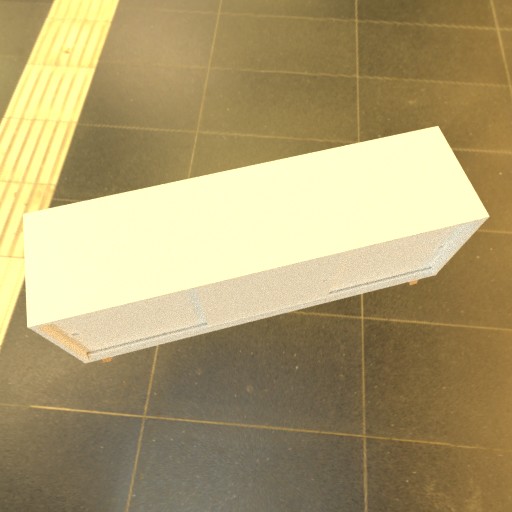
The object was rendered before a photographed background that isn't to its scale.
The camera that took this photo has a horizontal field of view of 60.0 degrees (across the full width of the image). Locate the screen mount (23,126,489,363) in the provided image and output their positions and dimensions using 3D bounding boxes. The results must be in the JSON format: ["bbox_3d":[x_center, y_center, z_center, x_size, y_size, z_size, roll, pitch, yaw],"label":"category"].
[{"bbox_3d":[0.000,0.000,1.744,1.490,0.619,0.400,-13,65,-6],"label":"screen mount"}]
